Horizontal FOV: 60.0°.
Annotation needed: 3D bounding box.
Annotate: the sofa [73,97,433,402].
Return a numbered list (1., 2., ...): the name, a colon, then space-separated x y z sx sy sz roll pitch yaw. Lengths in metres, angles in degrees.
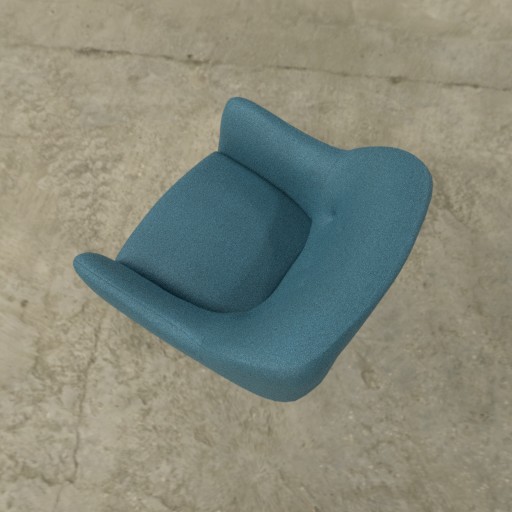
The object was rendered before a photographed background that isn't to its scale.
1. sofa: 0.000 0.000 1.495 0.825 0.817 0.836 32 68 15
